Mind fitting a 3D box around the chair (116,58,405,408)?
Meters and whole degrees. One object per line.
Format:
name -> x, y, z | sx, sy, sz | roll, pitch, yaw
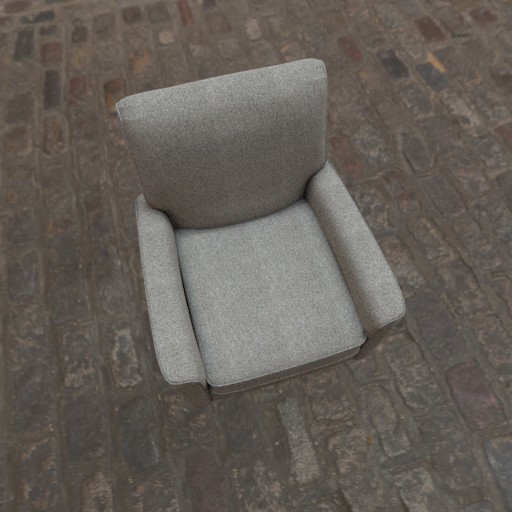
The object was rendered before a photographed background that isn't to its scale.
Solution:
chair -> 0.000, 0.000, 1.657 | 0.841, 1.028, 0.858 | -15, 65, -7
